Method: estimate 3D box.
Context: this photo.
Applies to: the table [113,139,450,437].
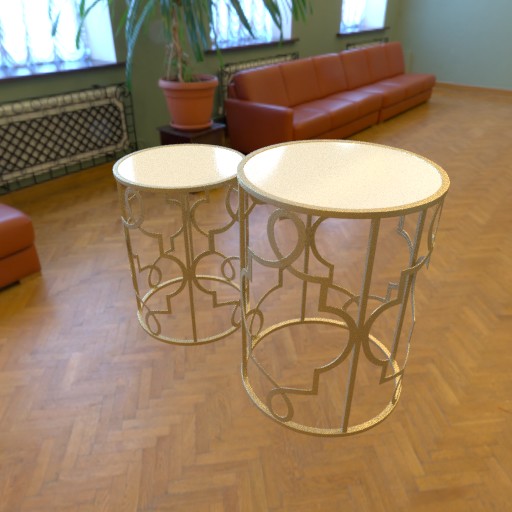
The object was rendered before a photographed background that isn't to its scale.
[{"bbox_3d":[0.000,0.000,1.157,0.846,0.564,0.420,21,36,31],"label":"table"}]
